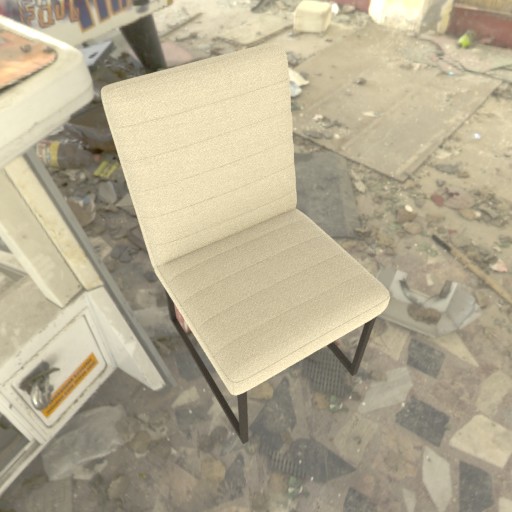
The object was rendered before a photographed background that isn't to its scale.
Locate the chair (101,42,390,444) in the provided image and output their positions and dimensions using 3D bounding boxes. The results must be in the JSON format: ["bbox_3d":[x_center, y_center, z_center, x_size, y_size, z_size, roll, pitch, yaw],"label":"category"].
[{"bbox_3d":[0.000,0.000,1.301,0.520,0.930,0.634,-24,52,-21],"label":"chair"}]
